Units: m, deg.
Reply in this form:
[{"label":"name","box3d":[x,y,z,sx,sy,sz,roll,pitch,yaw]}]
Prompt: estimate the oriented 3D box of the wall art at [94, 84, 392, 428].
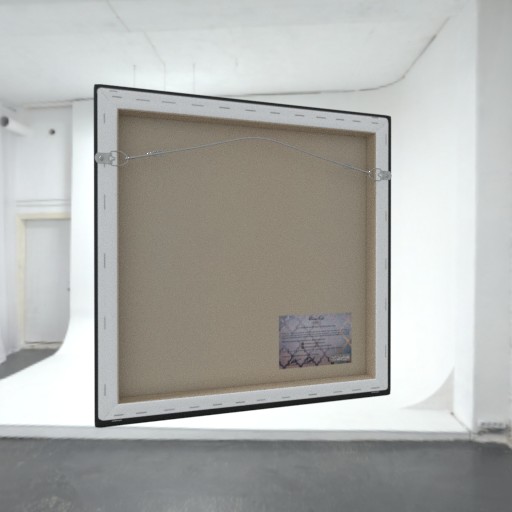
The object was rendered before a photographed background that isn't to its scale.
[{"label":"wall art","box3d":[0.000,0.000,0.890,0.610,0.611,0.043,0,0,-18]}]
